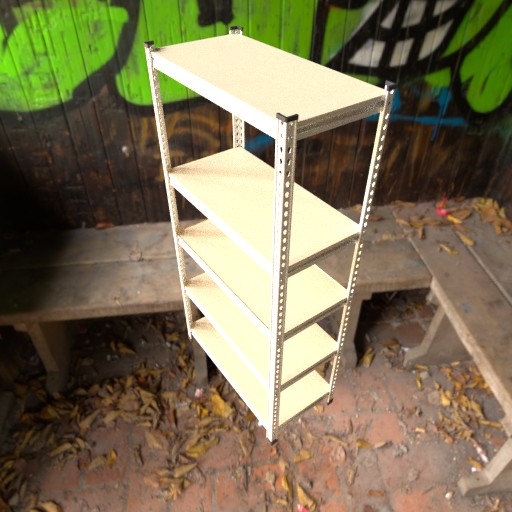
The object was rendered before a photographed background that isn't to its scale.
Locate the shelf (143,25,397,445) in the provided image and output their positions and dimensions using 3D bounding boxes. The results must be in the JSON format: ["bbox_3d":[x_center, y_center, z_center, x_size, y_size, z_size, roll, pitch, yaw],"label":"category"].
[{"bbox_3d":[0.000,0.000,2.175,0.457,1.829,0.914,-25,46,-26],"label":"shelf"}]
